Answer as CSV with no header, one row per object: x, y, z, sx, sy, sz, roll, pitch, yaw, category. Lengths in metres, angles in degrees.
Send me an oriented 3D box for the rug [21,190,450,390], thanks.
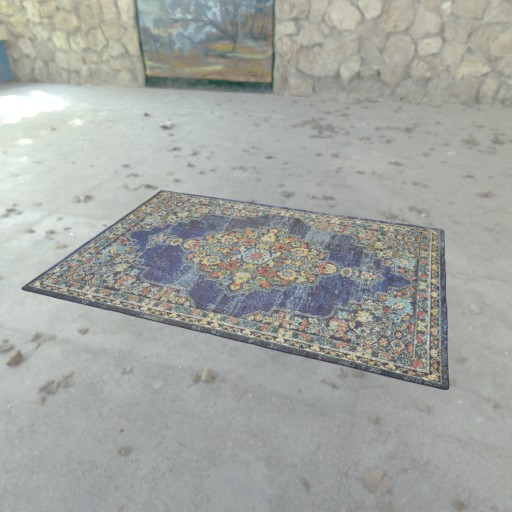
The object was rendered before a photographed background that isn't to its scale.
0.000,0.000,3.644,2.940,0.011,2.053,10,32,17,rug
